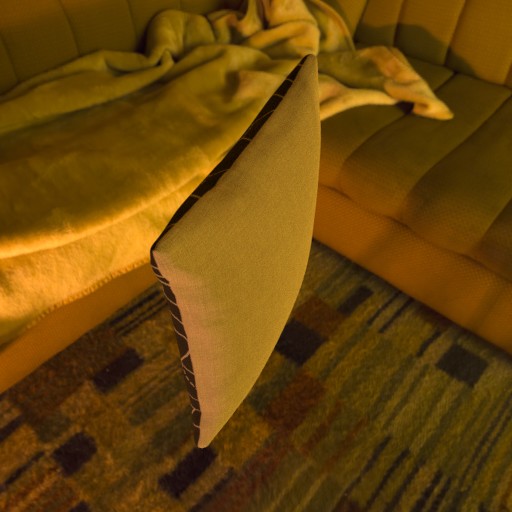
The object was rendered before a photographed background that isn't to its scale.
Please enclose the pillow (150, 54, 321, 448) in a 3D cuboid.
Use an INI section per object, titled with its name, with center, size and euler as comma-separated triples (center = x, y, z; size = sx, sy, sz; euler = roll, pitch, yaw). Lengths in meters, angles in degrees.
[pillow]
center = 0.000, 0.000, 0.773
size = 0.158, 0.508, 0.517
euler = 16, 48, 15
